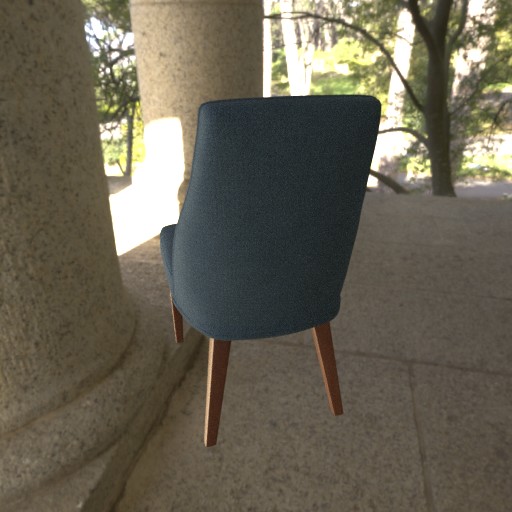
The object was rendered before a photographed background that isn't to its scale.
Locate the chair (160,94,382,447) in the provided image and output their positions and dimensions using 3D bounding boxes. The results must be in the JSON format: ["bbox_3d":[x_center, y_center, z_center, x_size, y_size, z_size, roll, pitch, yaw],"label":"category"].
[{"bbox_3d":[0.000,0.000,1.280,0.500,0.930,0.620,-8,27,-15],"label":"chair"}]
